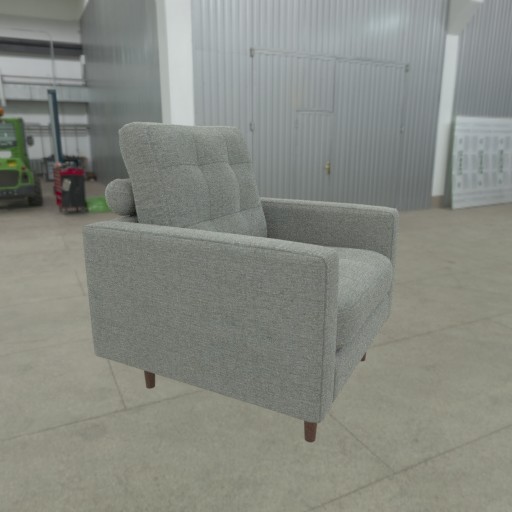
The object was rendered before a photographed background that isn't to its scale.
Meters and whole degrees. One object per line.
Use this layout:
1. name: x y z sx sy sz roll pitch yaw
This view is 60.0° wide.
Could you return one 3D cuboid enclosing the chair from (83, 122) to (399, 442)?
1. chair: 0.000 0.000 1.533 0.843 0.880 0.821 8 17 27
